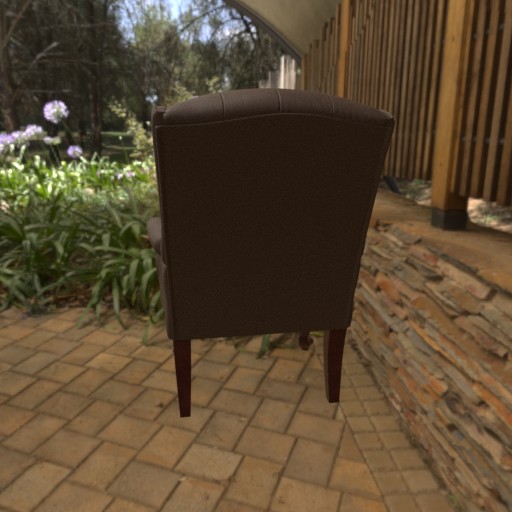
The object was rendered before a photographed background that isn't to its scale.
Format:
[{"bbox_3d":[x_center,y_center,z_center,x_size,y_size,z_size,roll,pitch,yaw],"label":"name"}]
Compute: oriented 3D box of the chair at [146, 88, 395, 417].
[{"bbox_3d":[0.000,0.000,1.688,0.829,1.132,0.819,-2,15,-9],"label":"chair"}]
